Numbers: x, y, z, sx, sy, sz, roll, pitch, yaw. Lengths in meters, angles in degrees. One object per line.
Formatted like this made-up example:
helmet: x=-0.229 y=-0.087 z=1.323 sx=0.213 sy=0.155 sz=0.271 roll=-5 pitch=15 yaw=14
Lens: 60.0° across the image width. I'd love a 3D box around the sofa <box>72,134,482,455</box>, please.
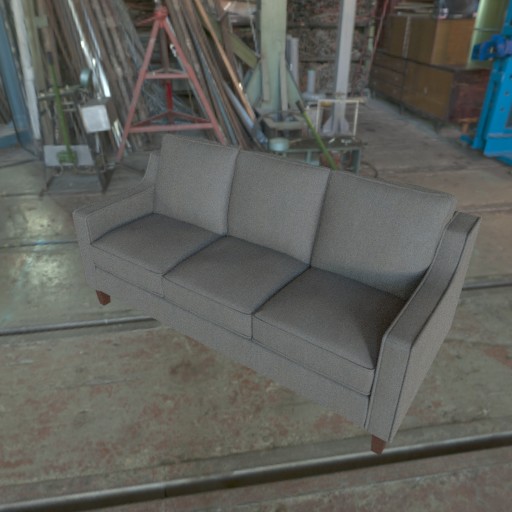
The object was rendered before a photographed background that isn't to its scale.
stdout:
sofa: x=0.000 y=0.000 z=2.436 sx=1.986 sy=0.974 sz=0.911 roll=20 pitch=36 yaw=30
